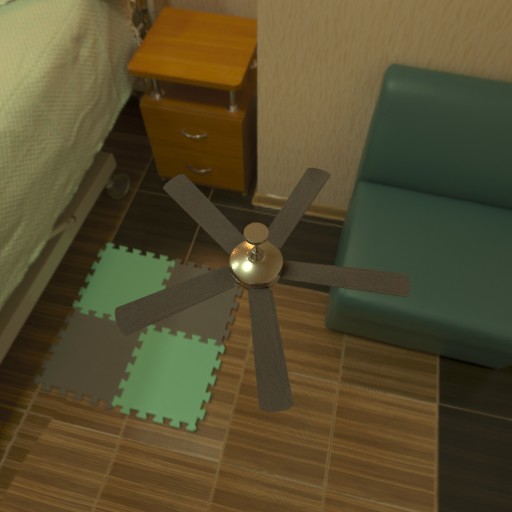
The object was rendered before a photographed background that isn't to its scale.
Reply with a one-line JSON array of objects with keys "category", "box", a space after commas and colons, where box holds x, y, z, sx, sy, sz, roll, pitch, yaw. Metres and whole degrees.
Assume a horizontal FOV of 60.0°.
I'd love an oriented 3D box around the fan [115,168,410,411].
[{"category": "fan", "box": [0.000, 0.000, 2.002, 1.321, 0.356, 1.321, -14, 58, -9]}]
